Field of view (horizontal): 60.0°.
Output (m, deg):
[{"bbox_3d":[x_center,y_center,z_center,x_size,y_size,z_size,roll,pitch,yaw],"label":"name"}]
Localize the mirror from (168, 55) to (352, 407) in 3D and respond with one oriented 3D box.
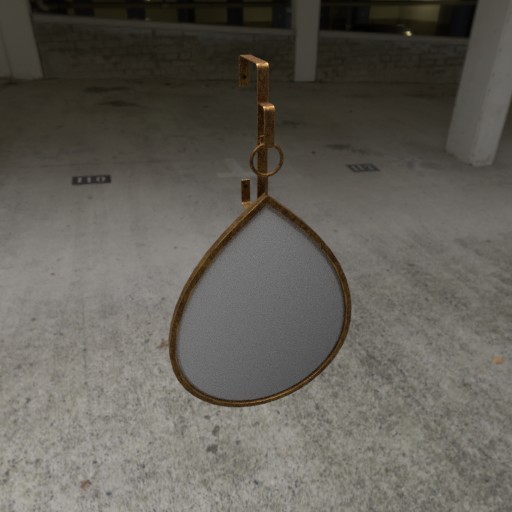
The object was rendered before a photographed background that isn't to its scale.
[{"bbox_3d":[0.000,0.000,0.913,0.405,0.744,0.144,-9,33,-15],"label":"mirror"}]
